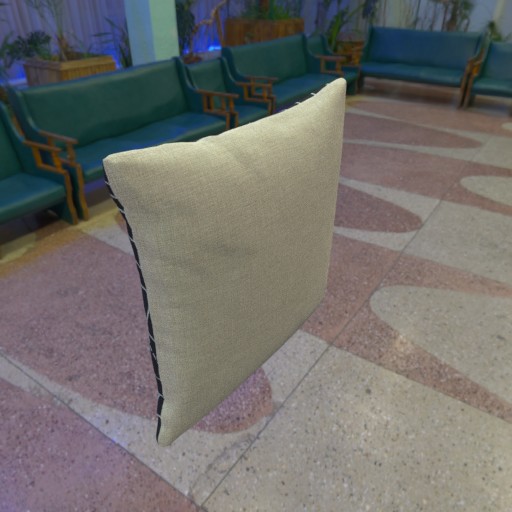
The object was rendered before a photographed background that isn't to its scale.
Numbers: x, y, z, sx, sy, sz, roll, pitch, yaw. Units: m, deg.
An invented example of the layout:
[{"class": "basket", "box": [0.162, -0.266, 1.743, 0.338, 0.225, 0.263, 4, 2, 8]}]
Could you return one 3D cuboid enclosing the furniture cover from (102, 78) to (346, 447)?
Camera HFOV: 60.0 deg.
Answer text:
[{"class": "furniture cover", "box": [0.000, 0.000, 0.769, 0.158, 0.508, 0.517, 23, 39, 31]}]
